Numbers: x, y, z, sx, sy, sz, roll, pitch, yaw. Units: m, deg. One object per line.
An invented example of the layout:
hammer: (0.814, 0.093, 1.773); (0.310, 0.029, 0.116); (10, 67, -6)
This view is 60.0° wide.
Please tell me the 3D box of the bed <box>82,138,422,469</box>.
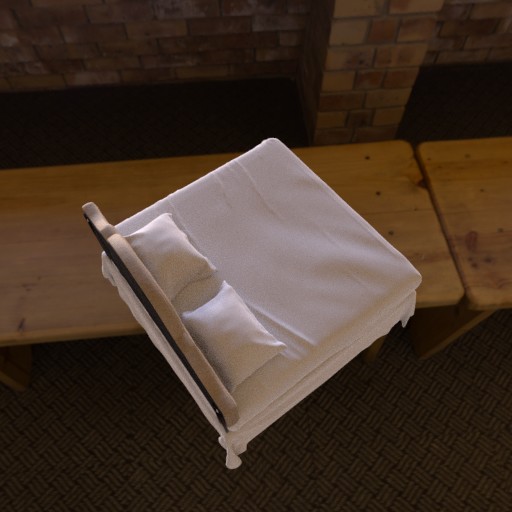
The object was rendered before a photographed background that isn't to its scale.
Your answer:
bed: (0.000, 0.000, 3.708); (2.222, 1.631, 2.303); (-33, 65, -17)
